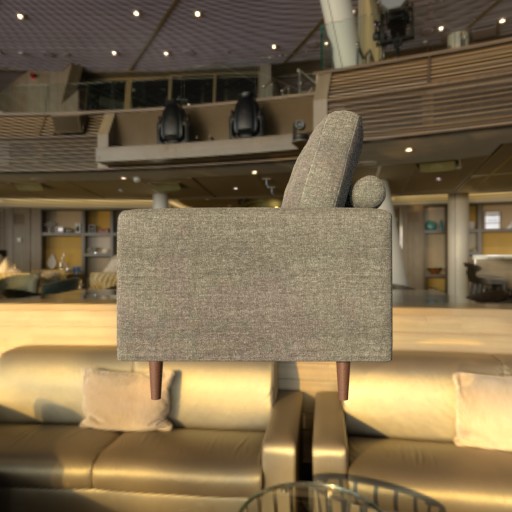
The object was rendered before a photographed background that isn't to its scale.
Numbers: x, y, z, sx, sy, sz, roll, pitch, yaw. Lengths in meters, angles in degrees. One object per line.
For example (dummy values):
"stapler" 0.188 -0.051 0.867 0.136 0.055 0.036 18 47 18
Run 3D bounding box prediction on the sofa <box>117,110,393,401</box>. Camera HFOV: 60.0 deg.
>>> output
"sofa" 0.000 0.000 1.940 0.842 0.907 1.407 0 0 1
